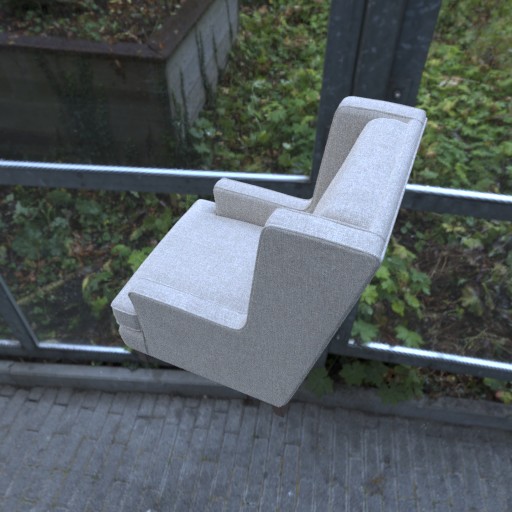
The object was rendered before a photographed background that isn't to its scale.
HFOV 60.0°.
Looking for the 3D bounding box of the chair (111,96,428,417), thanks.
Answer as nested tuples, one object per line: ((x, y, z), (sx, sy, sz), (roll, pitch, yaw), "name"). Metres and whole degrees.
((0.000, 0.000, 1.756), (0.948, 1.082, 0.764), (17, 48, 16), "chair")
